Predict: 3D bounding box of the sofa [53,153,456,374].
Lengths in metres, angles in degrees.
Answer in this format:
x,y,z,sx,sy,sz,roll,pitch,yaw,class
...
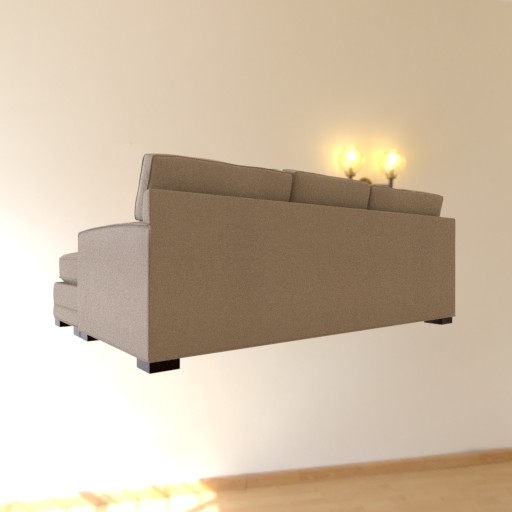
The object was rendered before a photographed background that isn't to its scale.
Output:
x,y,z,sx,sy,sz,roll,pitch,yaw,class
0.000,0.000,2.806,2.087,0.861,1.496,0,0,-37,sofa
